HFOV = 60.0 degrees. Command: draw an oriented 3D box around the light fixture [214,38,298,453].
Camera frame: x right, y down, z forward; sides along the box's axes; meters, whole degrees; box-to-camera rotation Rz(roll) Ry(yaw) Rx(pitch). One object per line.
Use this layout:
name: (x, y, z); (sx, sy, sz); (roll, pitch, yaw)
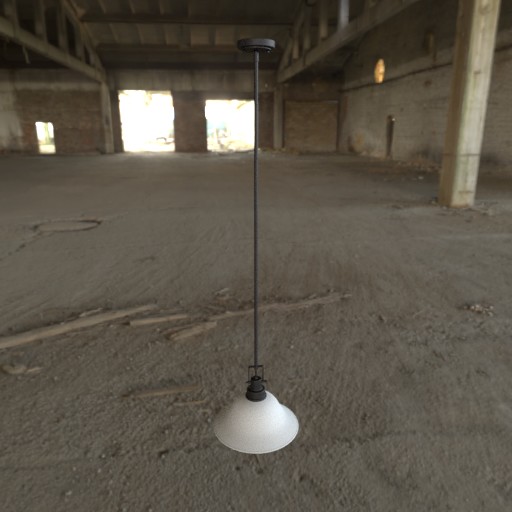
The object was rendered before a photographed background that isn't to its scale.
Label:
light fixture: (0.000, 0.000, 1.513); (0.324, 1.337, 0.324); (-2, 16, -7)
